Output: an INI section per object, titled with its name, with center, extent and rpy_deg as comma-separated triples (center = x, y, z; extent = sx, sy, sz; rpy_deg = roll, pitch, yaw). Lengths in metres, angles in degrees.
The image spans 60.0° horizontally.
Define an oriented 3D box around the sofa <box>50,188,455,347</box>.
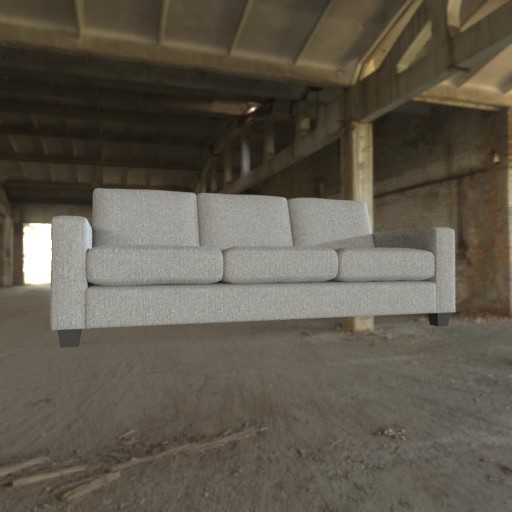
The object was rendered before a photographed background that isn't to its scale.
[sofa]
center = 0.000, 0.000, 2.612
extent = 2.120, 0.800, 0.900
rpy_deg = 0, -1, -18
